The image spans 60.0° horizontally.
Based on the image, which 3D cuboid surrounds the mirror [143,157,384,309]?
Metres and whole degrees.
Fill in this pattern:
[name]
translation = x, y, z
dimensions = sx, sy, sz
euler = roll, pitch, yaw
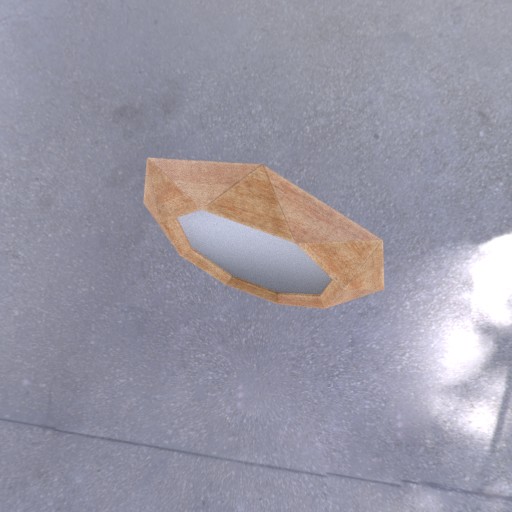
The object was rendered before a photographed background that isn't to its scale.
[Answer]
[mirror]
translation = 0.000, 0.000, 0.990
dimensions = 0.577, 0.774, 0.070
euler = 20, 75, 5
